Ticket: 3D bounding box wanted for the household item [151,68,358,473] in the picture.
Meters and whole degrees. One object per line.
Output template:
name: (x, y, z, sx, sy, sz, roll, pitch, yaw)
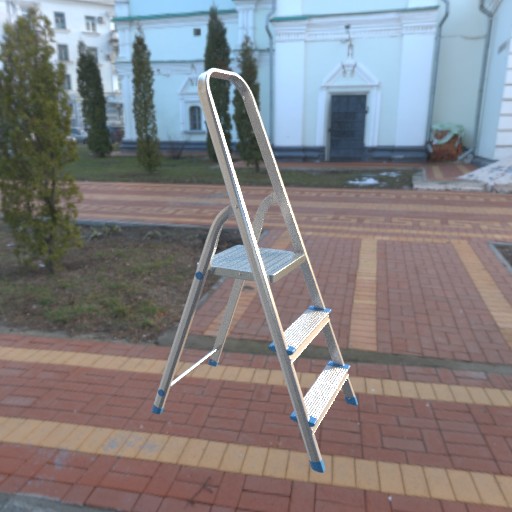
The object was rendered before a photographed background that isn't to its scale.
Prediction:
household item: (0.000, 0.000, 1.545, 0.687, 1.215, 0.420, 8, 18, 26)
